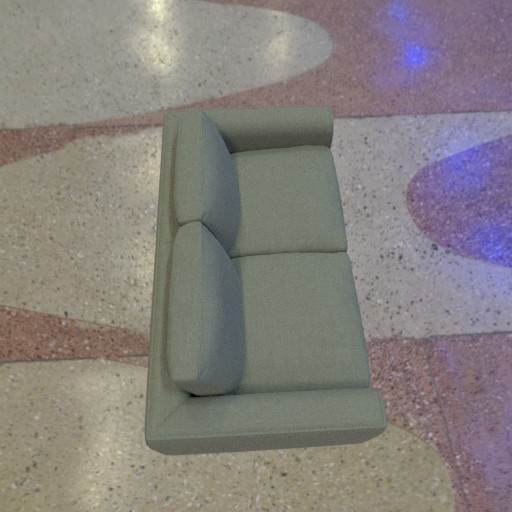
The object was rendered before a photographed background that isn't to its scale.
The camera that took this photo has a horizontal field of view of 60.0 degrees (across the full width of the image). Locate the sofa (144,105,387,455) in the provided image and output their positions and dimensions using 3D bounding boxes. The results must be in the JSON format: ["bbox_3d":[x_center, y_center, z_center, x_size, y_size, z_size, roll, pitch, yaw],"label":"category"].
[{"bbox_3d":[0.000,0.000,2.433,1.069,0.800,1.920,-3,62,-1],"label":"sofa"}]
